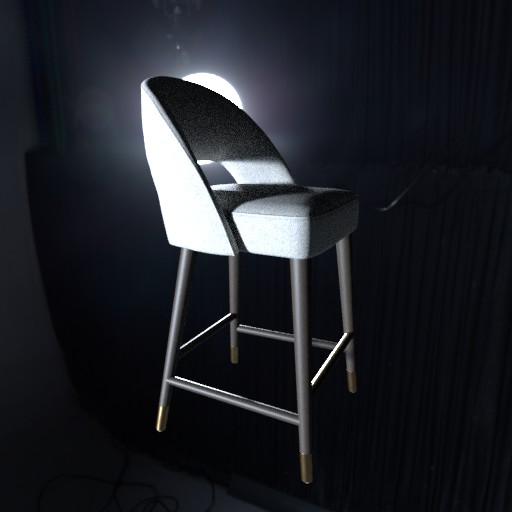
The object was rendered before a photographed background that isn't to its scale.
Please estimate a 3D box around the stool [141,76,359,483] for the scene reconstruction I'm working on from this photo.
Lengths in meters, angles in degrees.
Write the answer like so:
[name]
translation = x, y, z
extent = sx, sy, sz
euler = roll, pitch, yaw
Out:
[stool]
translation = 0.000, 0.000, 1.216
extent = 0.509, 0.940, 0.494
euler = 7, 17, 25
